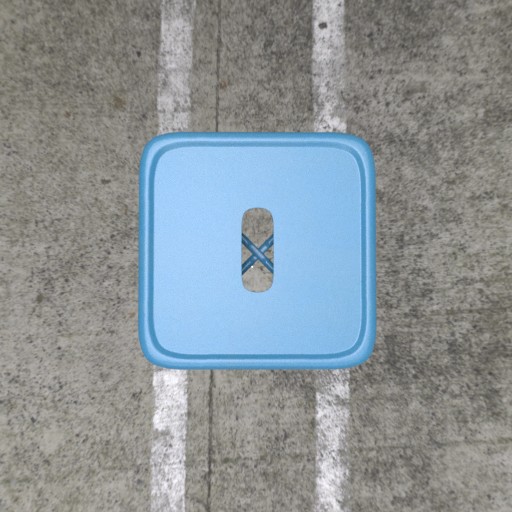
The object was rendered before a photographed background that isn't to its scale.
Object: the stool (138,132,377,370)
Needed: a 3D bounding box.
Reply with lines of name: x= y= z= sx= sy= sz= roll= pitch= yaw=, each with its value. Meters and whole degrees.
stool: x=0.000 y=0.000 z=0.870 sx=0.410 sy=0.608 sz=0.410 roll=0 pitch=89 yaw=0
